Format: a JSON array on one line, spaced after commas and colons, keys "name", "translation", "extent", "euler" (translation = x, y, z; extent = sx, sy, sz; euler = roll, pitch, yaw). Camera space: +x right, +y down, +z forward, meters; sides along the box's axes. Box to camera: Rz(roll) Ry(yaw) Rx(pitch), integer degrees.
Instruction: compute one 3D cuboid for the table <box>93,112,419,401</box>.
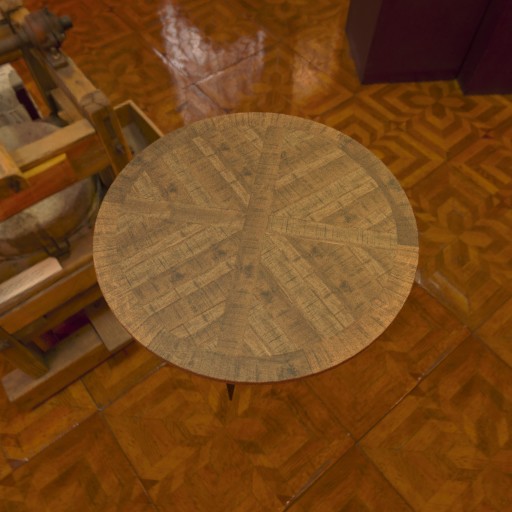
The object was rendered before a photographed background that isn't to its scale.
[{"name": "table", "translation": [0.000, 0.000, 1.963], "extent": [1.264, 0.516, 1.264], "euler": [0, 59, 0]}]
